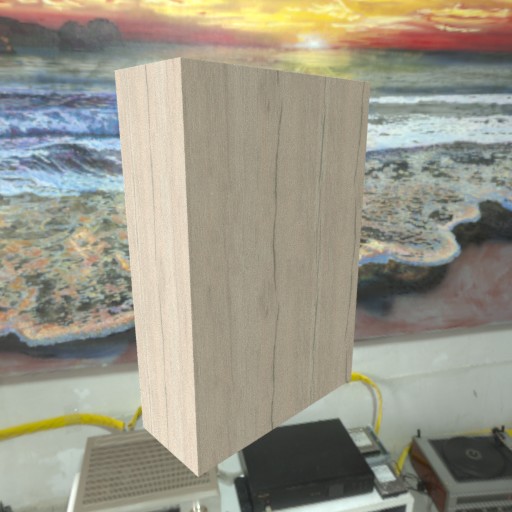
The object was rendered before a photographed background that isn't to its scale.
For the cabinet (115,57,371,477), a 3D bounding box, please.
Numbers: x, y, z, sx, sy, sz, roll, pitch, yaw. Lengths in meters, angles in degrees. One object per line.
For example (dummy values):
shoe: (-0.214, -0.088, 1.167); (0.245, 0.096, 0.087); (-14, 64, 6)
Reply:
cabinet: (0.000, 0.000, 2.748); (1.400, 2.070, 0.580); (-14, 21, -42)
